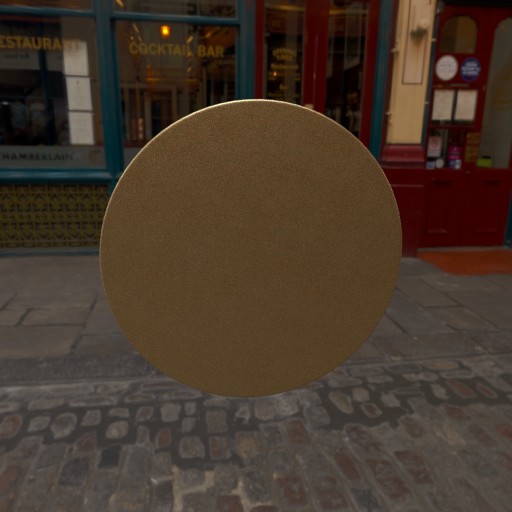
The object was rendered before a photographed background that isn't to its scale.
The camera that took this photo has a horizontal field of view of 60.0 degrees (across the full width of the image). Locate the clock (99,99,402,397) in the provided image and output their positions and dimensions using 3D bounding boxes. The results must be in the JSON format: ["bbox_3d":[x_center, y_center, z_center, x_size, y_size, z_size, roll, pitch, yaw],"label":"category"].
[{"bbox_3d":[0.000,0.000,0.473,0.314,0.314,0.040,-2,14,-9],"label":"clock"}]
